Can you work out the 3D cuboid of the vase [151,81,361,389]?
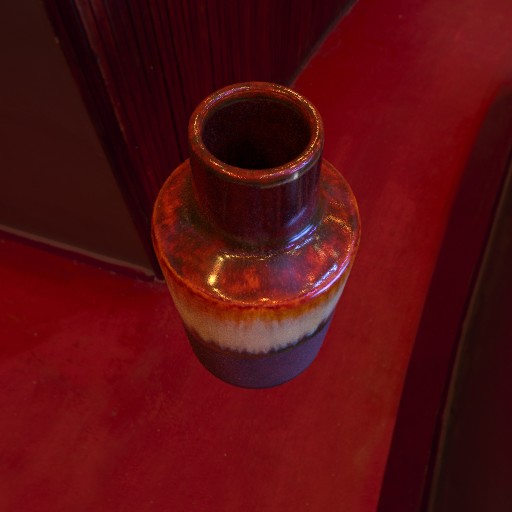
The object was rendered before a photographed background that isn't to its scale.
[{"bbox_3d":[0.000,0.000,0.262,0.108,0.204,0.108,0,60,0],"label":"vase"}]
